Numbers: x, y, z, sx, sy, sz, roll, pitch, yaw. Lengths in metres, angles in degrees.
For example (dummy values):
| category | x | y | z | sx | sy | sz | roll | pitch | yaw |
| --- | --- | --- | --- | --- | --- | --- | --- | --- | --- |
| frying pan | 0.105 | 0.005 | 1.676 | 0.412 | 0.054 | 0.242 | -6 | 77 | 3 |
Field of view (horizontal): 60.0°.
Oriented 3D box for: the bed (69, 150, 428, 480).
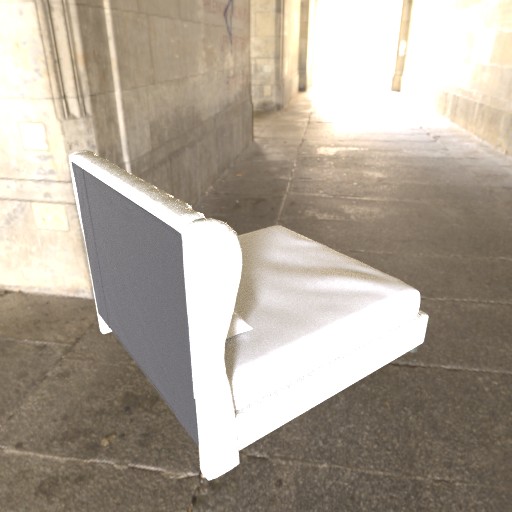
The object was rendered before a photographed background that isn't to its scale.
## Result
| category | x | y | z | sx | sy | sz | roll | pitch | yaw |
| --- | --- | --- | --- | --- | --- | --- | --- | --- | --- |
| bed | 0.000 | 0.000 | 3.901 | 2.347 | 1.771 | 2.219 | -17 | 30 | -32 |
